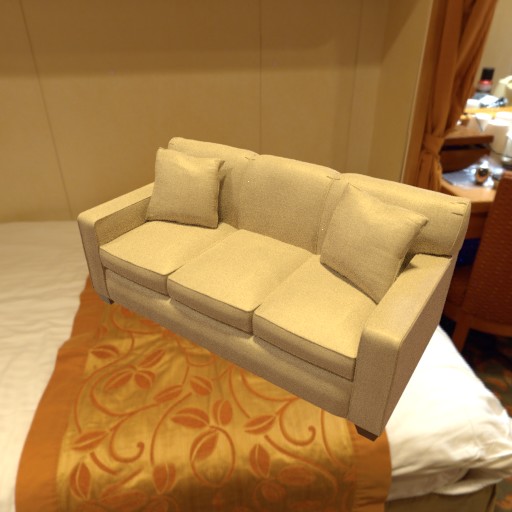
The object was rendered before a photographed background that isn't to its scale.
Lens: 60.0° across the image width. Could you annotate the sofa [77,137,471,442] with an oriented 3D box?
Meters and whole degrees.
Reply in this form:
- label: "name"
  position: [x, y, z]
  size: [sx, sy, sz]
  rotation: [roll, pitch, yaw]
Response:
- label: "sofa"
  position: [0.000, 0.000, 2.596]
  size: [2.024, 0.958, 0.997]
  rotation: [20, 36, 29]
